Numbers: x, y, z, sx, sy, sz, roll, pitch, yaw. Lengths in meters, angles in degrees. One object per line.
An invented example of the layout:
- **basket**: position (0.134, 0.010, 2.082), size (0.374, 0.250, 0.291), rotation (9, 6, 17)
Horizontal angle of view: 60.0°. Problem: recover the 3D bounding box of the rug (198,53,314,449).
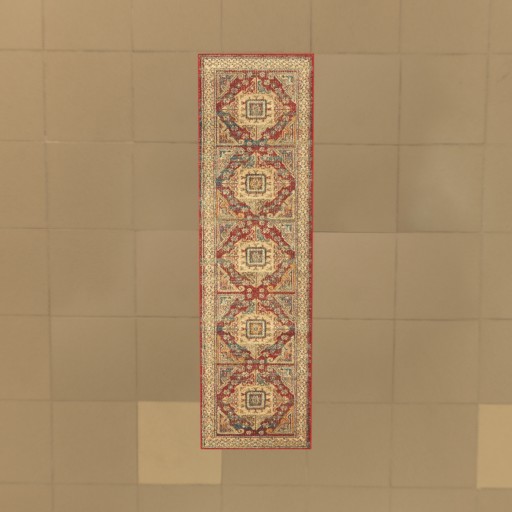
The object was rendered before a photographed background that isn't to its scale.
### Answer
- **rug**: position (0.000, 0.000, 2.566), size (0.659, 0.015, 2.292), rotation (0, 93, 0)
